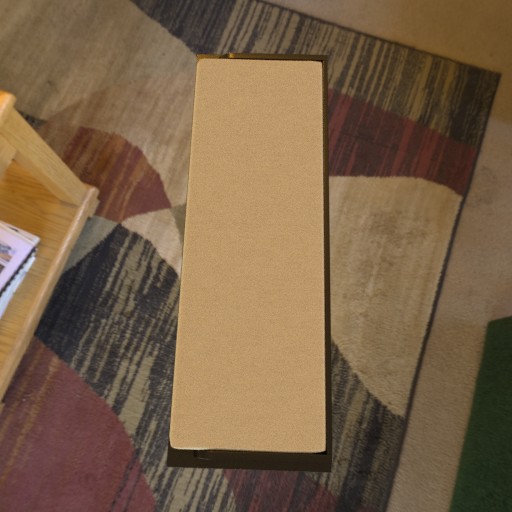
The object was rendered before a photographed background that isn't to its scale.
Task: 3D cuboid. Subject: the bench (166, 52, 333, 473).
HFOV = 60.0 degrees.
[{"bbox_3d":[0.000,0.000,1.423,0.402,0.501,1.185,2,75,0],"label":"bench"}]
